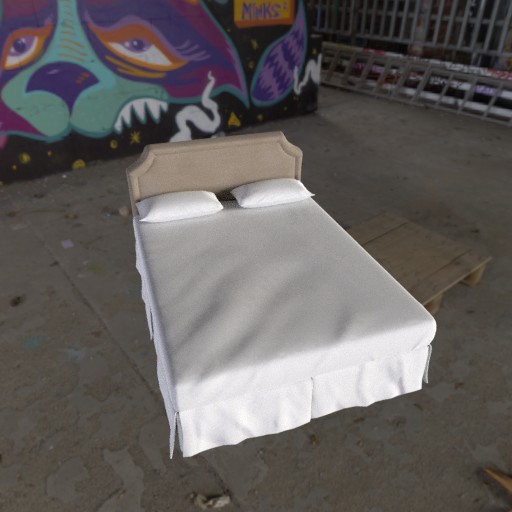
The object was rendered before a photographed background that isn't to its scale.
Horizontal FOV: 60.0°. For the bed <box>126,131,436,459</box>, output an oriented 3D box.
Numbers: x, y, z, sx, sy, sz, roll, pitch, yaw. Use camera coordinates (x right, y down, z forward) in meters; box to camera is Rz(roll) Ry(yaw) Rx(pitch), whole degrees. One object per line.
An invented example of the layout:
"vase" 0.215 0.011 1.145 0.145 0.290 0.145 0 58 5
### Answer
"bed" 0.000 0.000 3.747 1.977 1.293 2.498 -10 34 -16
